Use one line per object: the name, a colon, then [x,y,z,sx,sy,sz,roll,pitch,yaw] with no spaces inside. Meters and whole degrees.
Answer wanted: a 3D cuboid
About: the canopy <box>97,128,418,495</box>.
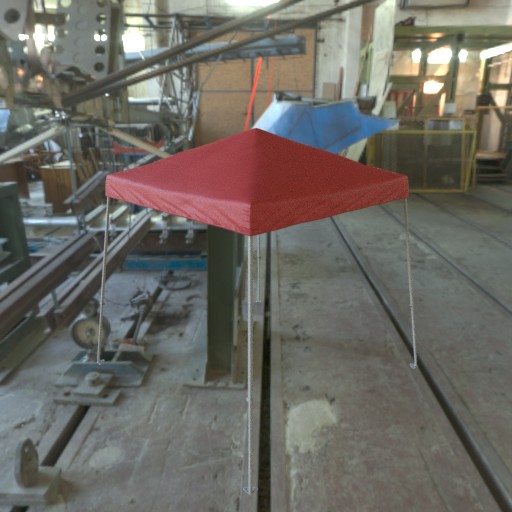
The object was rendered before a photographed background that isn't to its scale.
canopy: [0.000,0.000,6.480,3.600,3.600,3.599,-16,24,-41]
